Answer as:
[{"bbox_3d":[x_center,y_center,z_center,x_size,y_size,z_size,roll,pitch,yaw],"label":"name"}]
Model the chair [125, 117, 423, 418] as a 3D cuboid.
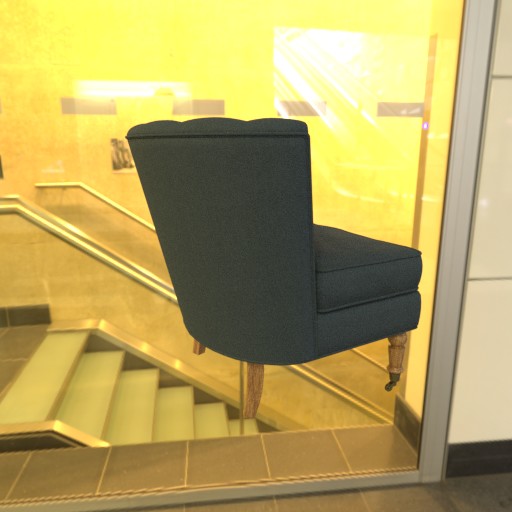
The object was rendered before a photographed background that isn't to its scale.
[{"bbox_3d":[0.000,0.000,1.349,0.718,0.771,0.740,-7,15,-25],"label":"chair"}]
